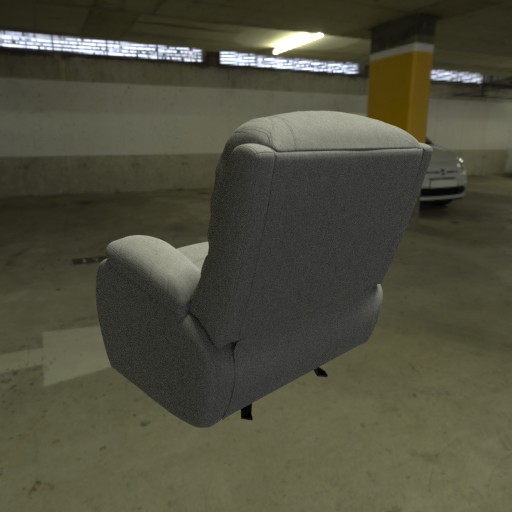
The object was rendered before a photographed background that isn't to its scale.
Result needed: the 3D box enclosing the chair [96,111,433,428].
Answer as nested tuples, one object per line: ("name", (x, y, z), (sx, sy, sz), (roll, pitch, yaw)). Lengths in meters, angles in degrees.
("chair", (0.000, 0.000, 1.667), (0.930, 1.011, 0.899), (-14, 20, -42))
